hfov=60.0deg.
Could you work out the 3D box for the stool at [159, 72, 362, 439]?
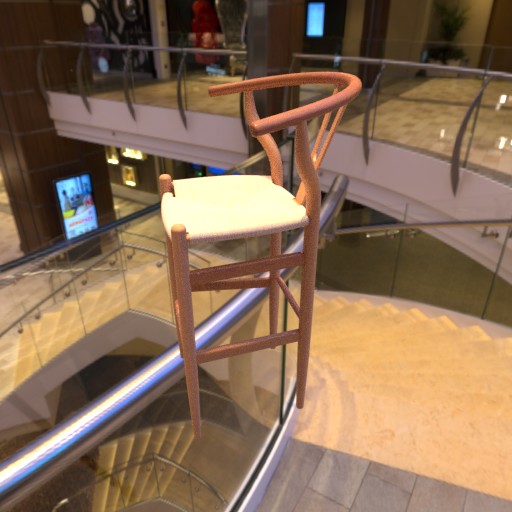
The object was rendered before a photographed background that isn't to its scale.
[{"bbox_3d":[0.000,0.000,1.417,0.561,1.068,0.574,-7,29,-13],"label":"stool"}]
